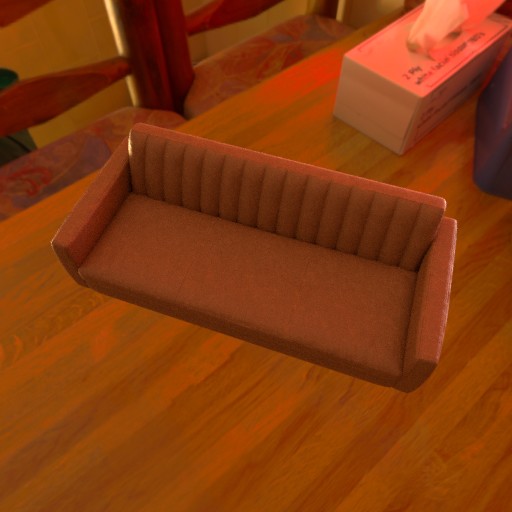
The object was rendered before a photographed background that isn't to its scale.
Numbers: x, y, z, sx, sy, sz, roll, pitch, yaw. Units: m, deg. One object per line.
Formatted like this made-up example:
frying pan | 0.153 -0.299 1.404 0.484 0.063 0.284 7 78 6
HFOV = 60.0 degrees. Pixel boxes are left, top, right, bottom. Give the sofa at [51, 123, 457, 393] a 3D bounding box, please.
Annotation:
sofa | 0.000 0.000 2.807 2.291 0.821 0.990 16 59 10
